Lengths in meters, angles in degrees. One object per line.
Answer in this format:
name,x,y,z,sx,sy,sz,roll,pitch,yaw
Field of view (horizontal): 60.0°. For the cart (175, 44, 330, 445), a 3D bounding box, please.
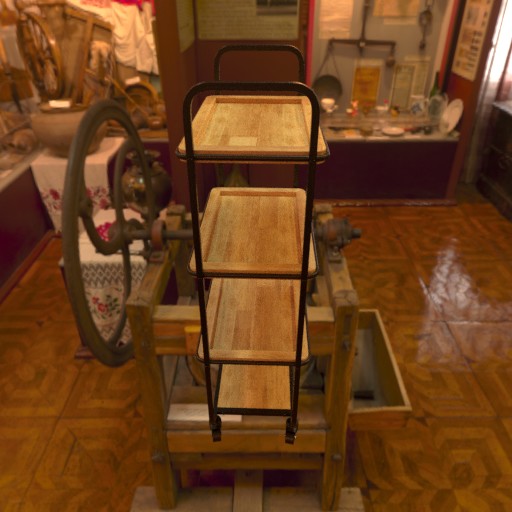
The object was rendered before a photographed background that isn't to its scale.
cart,0.000,0.000,1.315,0.321,1.080,0.545,1,32,2
